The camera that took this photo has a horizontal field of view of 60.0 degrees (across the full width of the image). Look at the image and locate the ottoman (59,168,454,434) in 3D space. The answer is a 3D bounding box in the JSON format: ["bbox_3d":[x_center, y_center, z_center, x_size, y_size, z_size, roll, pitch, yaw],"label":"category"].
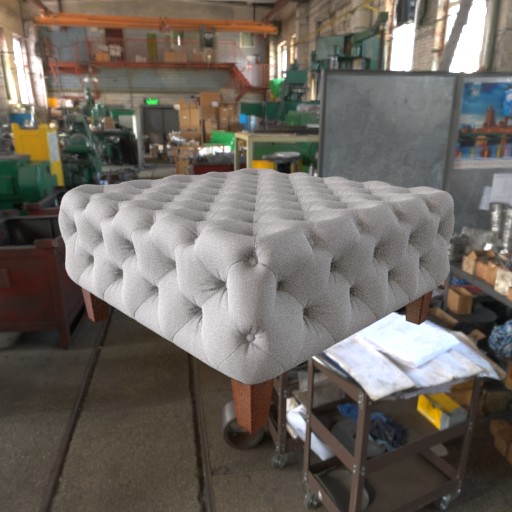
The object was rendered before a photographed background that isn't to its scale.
[{"bbox_3d":[0.000,0.000,1.166,0.758,0.365,0.764,-16,23,-42],"label":"ottoman"}]
